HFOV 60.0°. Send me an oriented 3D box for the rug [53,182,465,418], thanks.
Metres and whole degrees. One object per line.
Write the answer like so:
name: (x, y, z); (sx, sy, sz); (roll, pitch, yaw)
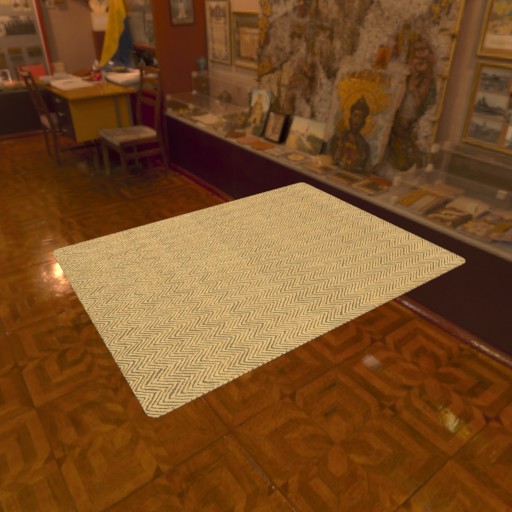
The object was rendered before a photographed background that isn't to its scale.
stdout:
rug: (0.000, 0.000, 4.277); (3.207, 0.014, 2.439); (-20, 36, -29)
